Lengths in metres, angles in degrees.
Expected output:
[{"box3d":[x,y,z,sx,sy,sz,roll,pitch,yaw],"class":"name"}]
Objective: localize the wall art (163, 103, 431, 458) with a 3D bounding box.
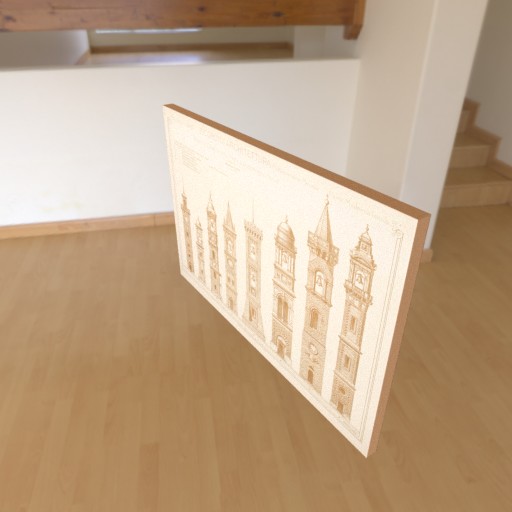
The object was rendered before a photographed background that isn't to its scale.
[{"box3d":[0.000,0.000,1.173,0.033,0.608,0.915,-21,37,-29],"class":"wall art"}]
